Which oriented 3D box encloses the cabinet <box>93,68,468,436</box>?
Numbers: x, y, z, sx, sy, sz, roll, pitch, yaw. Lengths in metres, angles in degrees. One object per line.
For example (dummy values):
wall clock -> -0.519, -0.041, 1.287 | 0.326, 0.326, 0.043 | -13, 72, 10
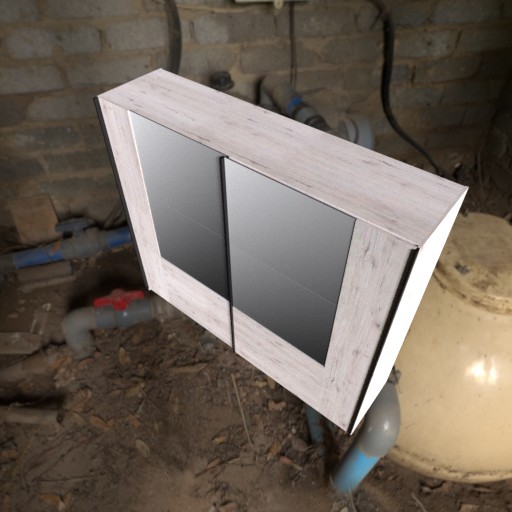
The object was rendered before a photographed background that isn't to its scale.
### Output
cabinet -> 0.000, 0.000, 3.607 | 2.500, 2.180, 0.660 | 30, 53, 26
